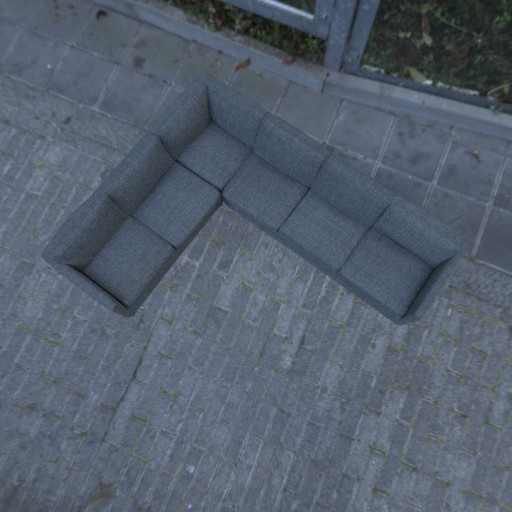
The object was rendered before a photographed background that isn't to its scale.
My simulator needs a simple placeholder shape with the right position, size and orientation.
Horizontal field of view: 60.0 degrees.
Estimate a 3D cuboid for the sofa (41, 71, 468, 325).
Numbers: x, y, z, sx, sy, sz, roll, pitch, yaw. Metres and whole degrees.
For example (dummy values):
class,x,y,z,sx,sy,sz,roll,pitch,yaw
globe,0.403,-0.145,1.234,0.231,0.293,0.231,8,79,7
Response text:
class,x,y,z,sx,sy,sz,roll,pitch,yaw
sofa,0.000,0.000,4.478,3.302,0.947,2.593,35,78,8
